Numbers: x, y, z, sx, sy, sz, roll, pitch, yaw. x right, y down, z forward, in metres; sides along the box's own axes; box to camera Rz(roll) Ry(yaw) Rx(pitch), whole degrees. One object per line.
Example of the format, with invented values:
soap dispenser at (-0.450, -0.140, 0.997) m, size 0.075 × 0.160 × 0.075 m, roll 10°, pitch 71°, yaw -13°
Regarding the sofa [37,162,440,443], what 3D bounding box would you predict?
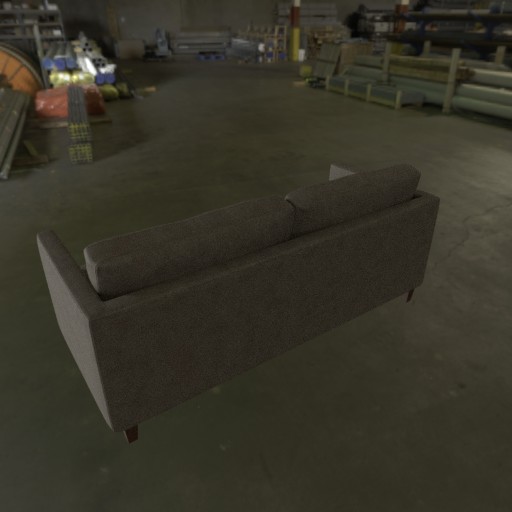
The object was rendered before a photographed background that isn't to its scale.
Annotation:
sofa at (0.000, 0.000, 2.668) m, size 2.208 × 0.965 × 0.951 m, roll -19°, pitch 34°, yaw -30°
